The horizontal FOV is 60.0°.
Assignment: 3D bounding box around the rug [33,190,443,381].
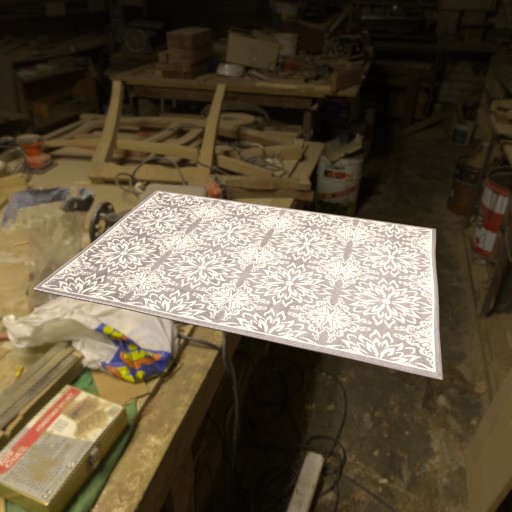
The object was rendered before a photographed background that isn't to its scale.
[{"bbox_3d":[0.000,0.000,2.371,1.847,0.012,1.224,10,33,15],"label":"rug"}]
